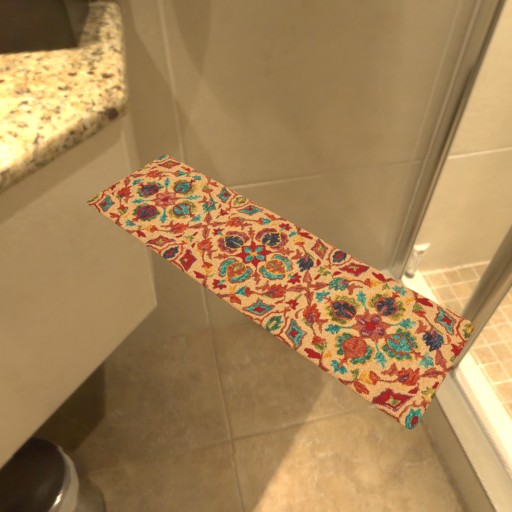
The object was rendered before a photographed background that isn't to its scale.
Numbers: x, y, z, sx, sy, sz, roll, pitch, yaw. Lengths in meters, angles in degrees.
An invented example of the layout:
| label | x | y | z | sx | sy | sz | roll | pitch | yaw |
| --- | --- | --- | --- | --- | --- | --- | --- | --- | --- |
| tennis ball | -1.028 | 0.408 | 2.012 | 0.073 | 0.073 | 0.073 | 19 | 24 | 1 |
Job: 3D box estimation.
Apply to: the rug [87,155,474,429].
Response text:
| label | x | y | z | sx | sy | sz | roll | pitch | yaw |
| --- | --- | --- | --- | --- | --- | --- | --- | --- | --- |
| rug | 0.000 | 0.000 | 2.512 | 2.273 | 0.016 | 0.693 | 32 | 55 | 26 |
